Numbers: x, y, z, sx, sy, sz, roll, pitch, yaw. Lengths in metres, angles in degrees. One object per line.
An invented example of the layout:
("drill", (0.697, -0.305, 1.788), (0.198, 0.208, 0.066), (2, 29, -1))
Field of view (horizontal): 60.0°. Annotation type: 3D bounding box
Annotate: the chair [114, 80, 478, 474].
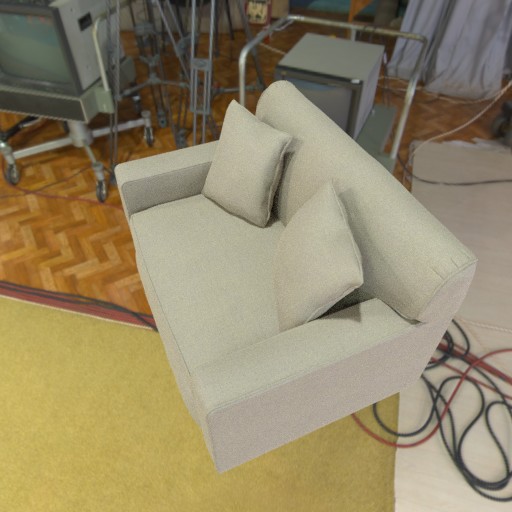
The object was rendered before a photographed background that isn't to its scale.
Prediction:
("chair", (0.000, 0.000, 1.989), (1.000, 0.948, 1.383), (-18, 49, -16))
